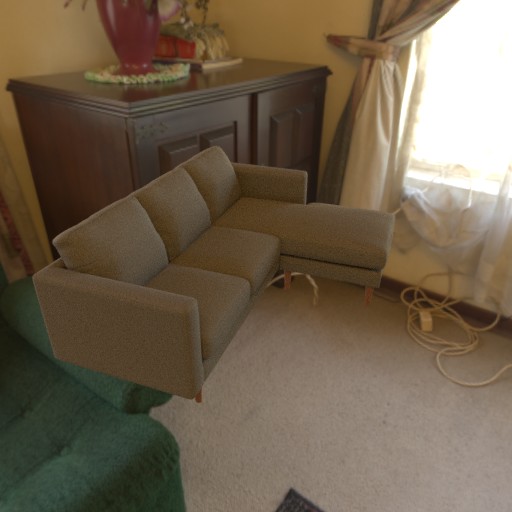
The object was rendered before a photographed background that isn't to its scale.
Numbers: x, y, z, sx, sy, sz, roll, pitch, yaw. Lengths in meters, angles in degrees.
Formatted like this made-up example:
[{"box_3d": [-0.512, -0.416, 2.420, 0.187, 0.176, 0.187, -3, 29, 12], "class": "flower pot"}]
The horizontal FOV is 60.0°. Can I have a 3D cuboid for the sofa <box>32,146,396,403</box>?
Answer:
[{"box_3d": [0.000, 0.000, 2.856, 1.591, 0.897, 2.031, 10, 31, 18], "class": "sofa"}]
